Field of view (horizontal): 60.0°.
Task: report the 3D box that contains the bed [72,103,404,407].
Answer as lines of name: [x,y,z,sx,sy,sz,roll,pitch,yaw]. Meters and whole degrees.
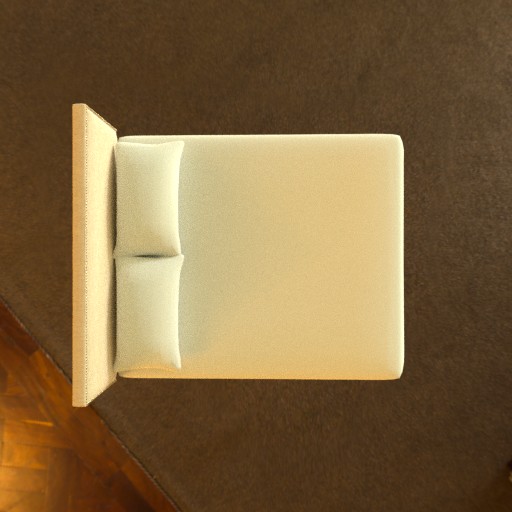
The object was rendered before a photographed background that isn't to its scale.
bed: [0.000,0.000,2.775,1.876,1.016,1.616,0,90,2]
